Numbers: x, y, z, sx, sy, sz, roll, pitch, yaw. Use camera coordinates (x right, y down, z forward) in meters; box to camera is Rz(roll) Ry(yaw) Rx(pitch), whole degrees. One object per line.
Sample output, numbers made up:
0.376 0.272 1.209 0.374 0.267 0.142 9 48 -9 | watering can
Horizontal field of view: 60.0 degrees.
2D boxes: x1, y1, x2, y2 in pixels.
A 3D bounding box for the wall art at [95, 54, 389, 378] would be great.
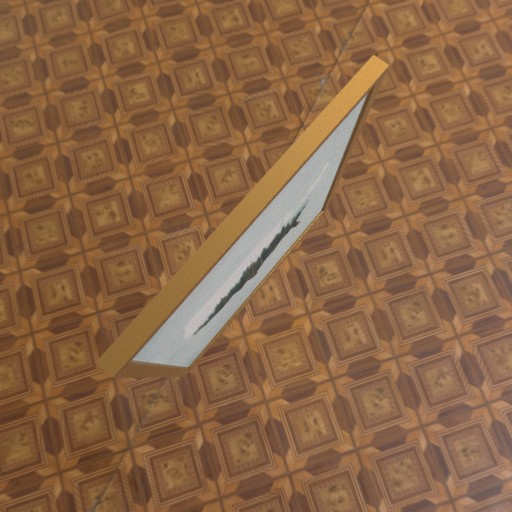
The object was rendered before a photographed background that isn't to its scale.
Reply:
0.000 0.000 1.154 0.038 0.762 0.762 39 78 10 | wall art
